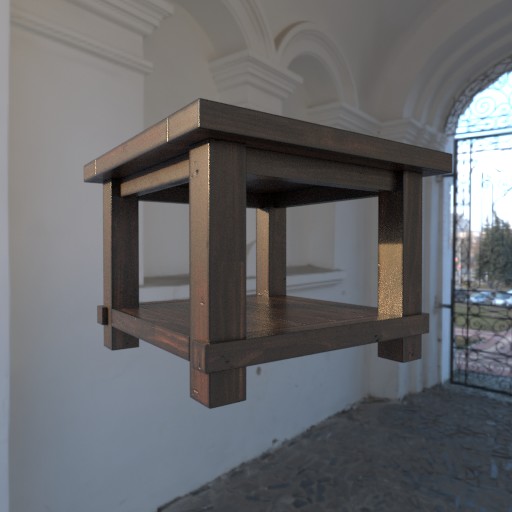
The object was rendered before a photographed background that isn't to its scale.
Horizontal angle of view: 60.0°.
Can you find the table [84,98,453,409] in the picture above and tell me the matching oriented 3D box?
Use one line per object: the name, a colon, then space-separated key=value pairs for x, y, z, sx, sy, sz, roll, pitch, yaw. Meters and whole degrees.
table: x=0.000 y=0.000 z=1.012 sx=0.606 sy=0.437 sz=0.593 roll=-1 pitch=1 yaw=-35
